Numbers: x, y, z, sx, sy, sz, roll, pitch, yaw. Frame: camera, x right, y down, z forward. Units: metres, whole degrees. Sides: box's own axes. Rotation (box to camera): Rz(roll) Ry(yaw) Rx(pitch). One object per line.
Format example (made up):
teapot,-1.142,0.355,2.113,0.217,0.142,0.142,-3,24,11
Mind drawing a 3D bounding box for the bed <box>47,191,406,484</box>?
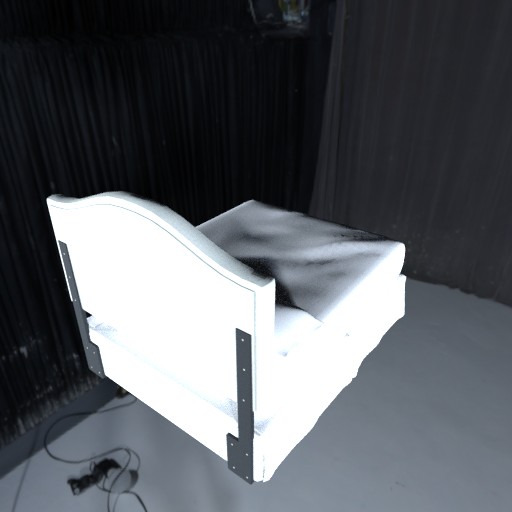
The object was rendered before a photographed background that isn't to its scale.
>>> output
bed,0.000,0.000,3.405,1.813,1.607,2.180,20,35,32
